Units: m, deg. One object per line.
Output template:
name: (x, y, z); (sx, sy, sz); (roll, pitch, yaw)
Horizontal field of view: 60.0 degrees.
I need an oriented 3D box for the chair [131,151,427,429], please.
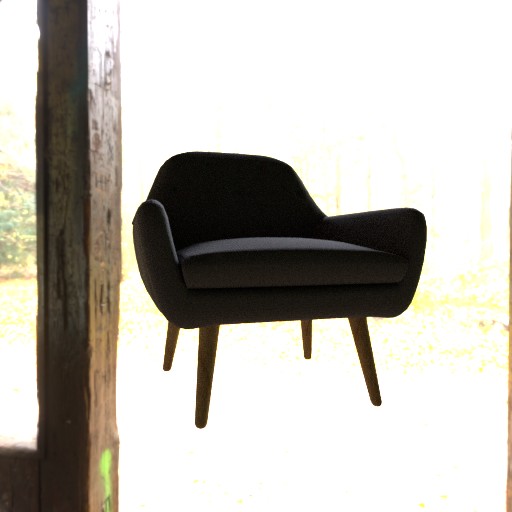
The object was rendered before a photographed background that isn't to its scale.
chair: (0.000, 0.000, 1.423); (0.770, 0.800, 0.779); (0, 1, -18)
